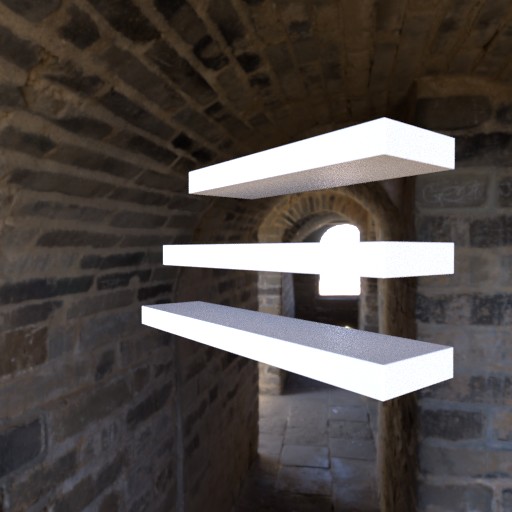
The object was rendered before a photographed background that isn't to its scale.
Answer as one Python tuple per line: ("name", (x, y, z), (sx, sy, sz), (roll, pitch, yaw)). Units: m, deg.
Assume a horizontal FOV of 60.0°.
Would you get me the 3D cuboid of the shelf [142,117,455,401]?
("shelf", (0.000, 0.000, 0.739), (0.140, 0.293, 0.610), (-1, 1, -38))
